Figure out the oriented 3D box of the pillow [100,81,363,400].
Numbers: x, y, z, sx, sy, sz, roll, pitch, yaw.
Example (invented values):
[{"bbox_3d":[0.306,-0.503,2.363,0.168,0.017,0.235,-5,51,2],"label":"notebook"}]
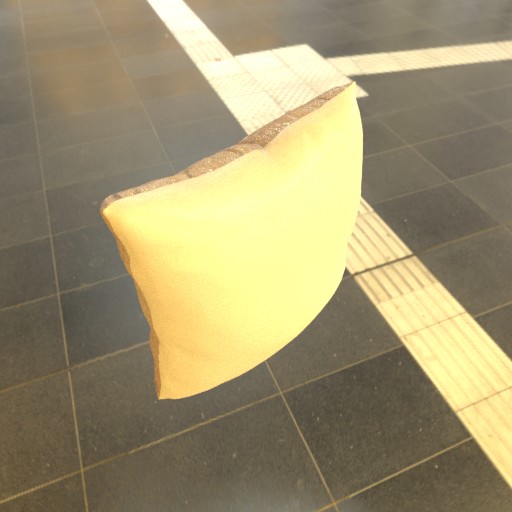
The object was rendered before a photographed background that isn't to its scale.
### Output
[{"bbox_3d":[0.000,0.000,0.729,0.450,0.448,0.245,-33,55,-27],"label":"pillow"}]
